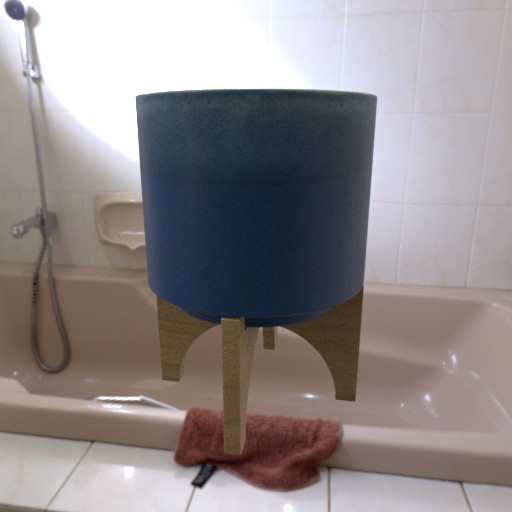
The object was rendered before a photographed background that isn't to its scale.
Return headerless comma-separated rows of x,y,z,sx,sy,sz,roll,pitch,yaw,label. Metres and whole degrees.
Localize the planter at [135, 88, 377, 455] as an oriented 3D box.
0.000,0.000,0.544,0.261,0.367,0.261,0,16,0,planter
